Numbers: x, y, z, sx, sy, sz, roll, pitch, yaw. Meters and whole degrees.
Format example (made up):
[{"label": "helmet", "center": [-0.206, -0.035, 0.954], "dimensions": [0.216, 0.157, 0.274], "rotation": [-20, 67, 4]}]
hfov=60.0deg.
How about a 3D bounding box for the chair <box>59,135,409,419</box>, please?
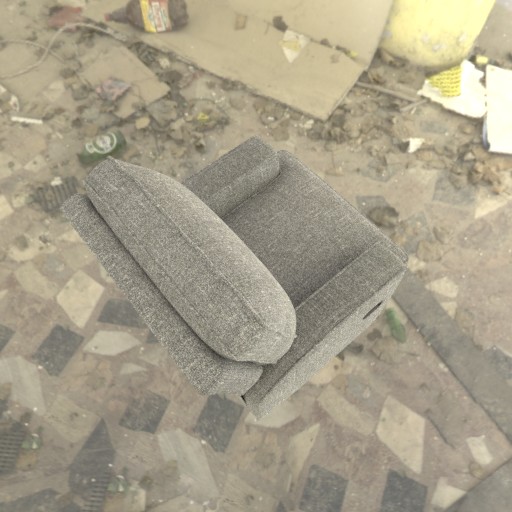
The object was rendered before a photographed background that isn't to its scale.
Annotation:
[{"label": "chair", "center": [0.000, 0.000, 1.674], "dimensions": [0.964, 0.962, 0.861], "rotation": [-36, 66, -18]}]
